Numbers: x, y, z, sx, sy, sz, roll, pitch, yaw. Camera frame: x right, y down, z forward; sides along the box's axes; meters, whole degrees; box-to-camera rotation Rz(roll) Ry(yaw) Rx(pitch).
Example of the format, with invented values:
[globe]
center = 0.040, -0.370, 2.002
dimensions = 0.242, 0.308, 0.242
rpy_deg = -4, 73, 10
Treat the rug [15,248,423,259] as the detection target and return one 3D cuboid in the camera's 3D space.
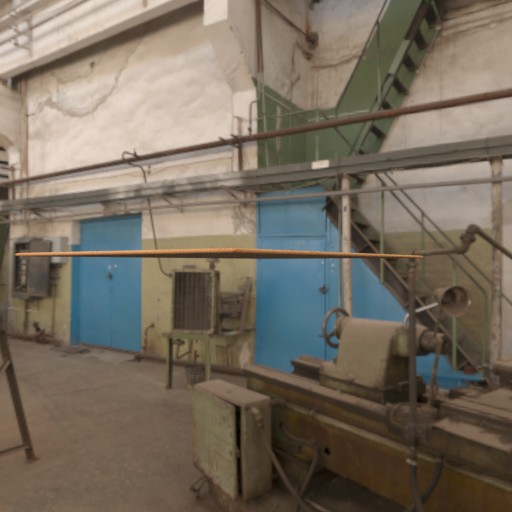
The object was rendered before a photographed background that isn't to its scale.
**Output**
[rug]
center = 0.000, 0.000, 2.060
dimensions = 1.078, 0.013, 1.678
rpy_deg = -1, -1, 35
